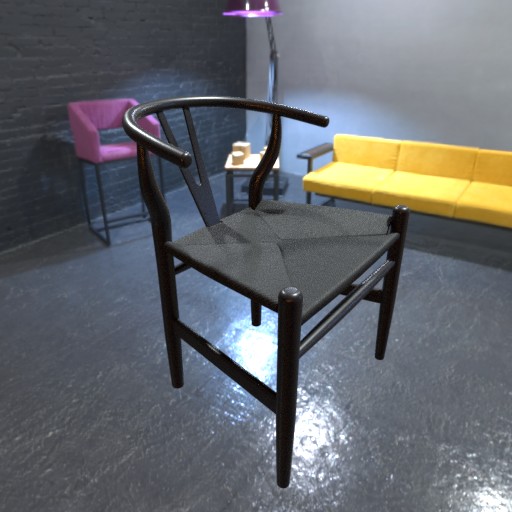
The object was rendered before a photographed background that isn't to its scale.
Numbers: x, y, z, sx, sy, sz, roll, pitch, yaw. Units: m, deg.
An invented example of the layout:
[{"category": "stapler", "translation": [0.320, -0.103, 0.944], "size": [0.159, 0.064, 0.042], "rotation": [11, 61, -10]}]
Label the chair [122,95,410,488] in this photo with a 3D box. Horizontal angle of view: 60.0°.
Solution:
[{"category": "chair", "translation": [0.000, 0.000, 1.133], "size": [0.579, 0.730, 0.569], "rotation": [18, 31, 32]}]
